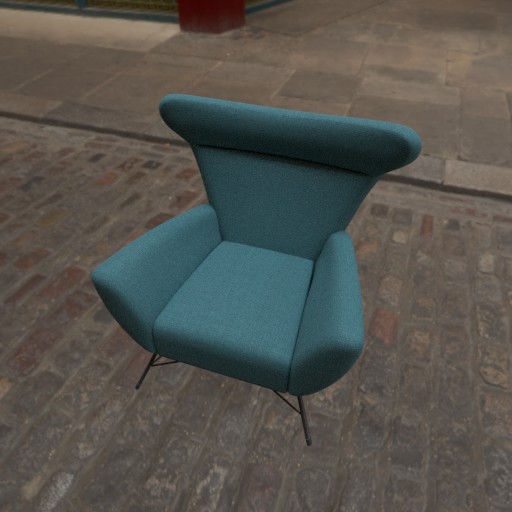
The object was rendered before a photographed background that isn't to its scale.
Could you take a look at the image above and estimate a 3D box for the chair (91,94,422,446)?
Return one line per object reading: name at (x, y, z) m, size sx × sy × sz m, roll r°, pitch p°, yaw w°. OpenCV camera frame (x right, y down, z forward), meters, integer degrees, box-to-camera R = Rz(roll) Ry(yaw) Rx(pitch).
chair at (0.000, 0.000, 1.783) m, size 1.050 × 0.980 × 0.900 m, roll 13°, pitch 43°, yaw 14°
